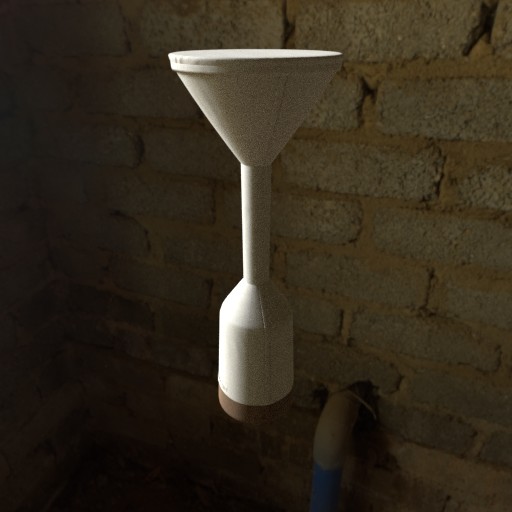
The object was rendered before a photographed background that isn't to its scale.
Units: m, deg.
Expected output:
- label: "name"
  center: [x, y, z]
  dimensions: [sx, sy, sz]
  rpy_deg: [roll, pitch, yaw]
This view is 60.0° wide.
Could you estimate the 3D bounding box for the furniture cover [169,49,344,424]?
- label: "furniture cover"
  center: [0.000, 0.000, 2.888]
  dimensions: [0.914, 2.413, 0.914]
  rpy_deg: [-8, 28, -15]
